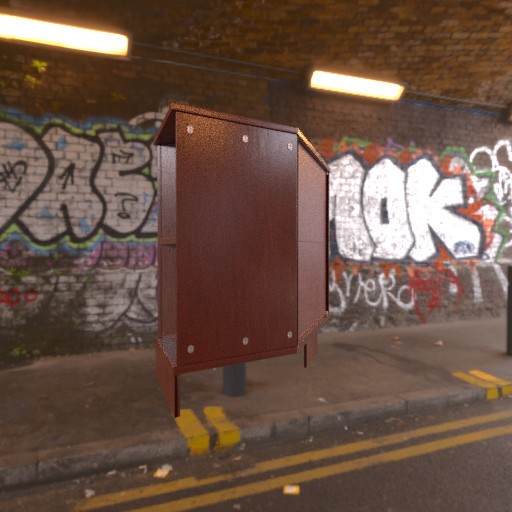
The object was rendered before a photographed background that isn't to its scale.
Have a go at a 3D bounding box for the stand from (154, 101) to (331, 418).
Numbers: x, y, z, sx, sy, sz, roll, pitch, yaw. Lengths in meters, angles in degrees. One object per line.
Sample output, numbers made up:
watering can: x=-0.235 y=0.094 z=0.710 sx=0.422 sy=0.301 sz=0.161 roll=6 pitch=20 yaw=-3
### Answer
stand: x=0.000 y=0.000 z=1.367 sx=0.381 sy=0.614 sz=1.072 roll=0 pitch=1 yaw=17
